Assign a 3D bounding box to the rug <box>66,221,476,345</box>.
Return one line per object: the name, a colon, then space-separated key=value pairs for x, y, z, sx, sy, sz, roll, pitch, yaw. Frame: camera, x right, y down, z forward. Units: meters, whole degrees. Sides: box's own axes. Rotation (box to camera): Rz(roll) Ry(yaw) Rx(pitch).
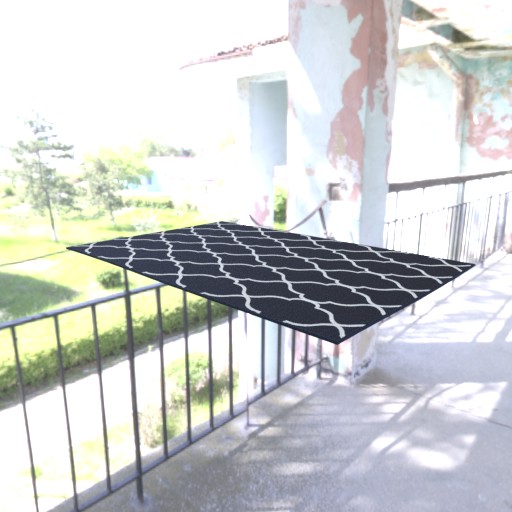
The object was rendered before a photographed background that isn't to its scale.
rug: x=0.000 y=0.000 z=2.927 sx=2.290 sy=0.014 sz=1.526 roll=13 pitch=19 yaw=41
